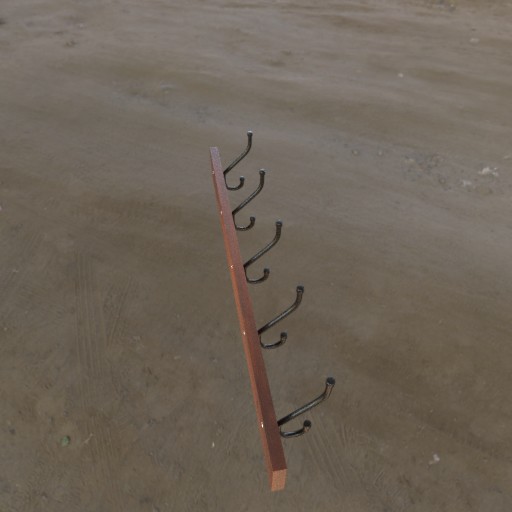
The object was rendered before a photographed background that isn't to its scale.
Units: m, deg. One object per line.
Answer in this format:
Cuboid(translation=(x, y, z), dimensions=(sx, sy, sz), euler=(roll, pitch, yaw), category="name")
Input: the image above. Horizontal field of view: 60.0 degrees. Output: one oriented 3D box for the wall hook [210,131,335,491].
Cuboid(translation=(0.000, 0.000, 0.622), dimensions=(0.071, 0.117, 0.571), euler=(-7, 46, -7), category="wall hook")
